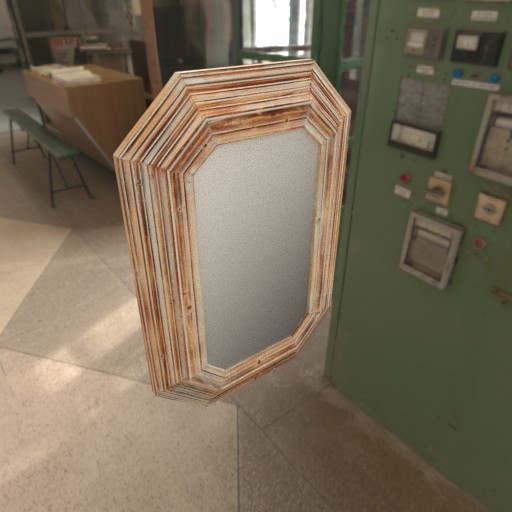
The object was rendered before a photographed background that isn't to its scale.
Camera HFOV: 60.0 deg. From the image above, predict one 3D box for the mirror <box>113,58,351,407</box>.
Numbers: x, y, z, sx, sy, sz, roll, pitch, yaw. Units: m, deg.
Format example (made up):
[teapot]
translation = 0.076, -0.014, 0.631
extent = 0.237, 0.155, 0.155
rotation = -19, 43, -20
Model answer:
[mirror]
translation = 0.000, 0.000, 1.278
extent = 0.709, 1.015, 0.061
rotation = -21, 36, -31
